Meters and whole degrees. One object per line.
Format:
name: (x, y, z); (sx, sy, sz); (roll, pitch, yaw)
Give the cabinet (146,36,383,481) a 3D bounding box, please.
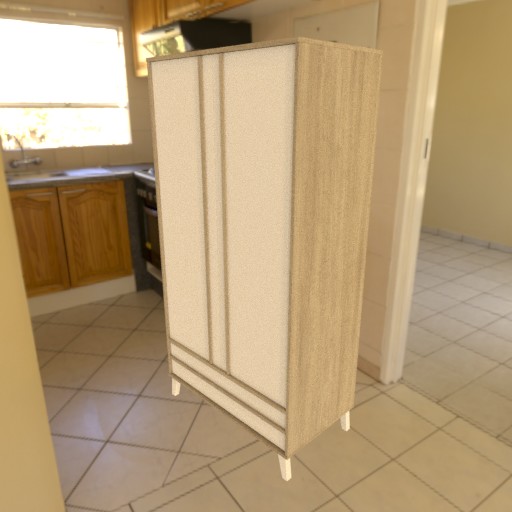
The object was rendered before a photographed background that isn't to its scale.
cabinet: (0.000, 0.000, 2.403); (0.571, 1.999, 1.006); (-17, 25, -42)
